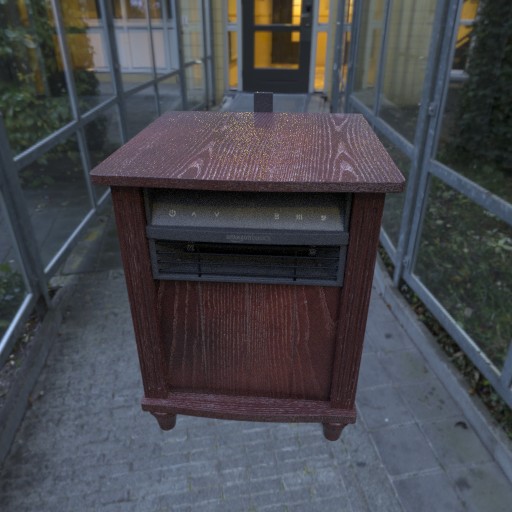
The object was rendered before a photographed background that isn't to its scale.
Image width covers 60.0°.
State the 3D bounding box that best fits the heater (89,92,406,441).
[{"bbox_3d":[0.000,0.000,0.763,0.362,0.481,0.400,2,29,4],"label":"heater"}]
